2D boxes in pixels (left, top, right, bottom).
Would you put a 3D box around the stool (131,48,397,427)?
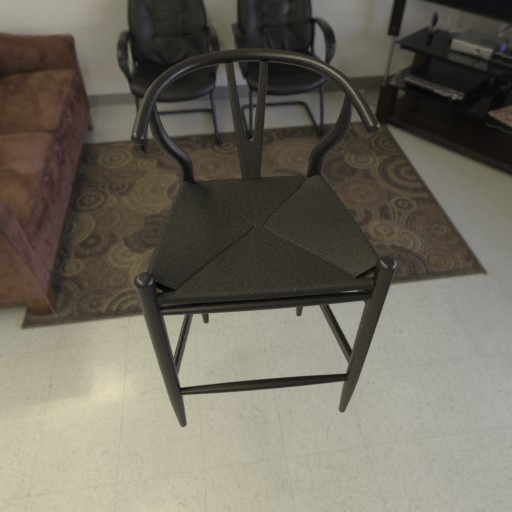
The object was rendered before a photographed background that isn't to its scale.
[{"bbox_3d":[0.000,0.000,1.301,0.569,0.970,0.579,-4,46,-4],"label":"stool"}]
